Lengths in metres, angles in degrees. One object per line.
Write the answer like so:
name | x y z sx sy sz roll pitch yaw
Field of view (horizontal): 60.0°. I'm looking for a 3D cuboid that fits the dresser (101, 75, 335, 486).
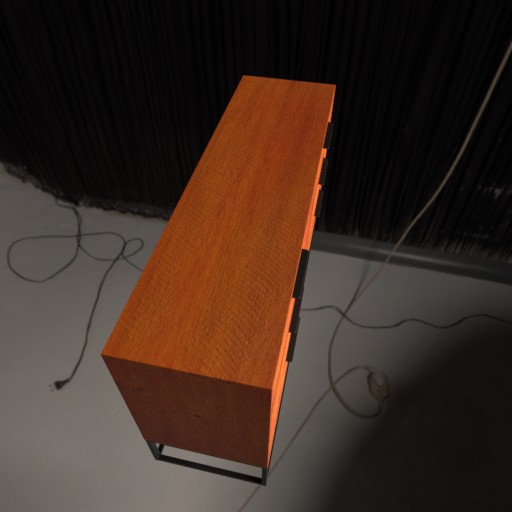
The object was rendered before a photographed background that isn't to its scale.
dresser | 0.000 0.000 1.885 0.464 0.810 1.536 9 49 8
